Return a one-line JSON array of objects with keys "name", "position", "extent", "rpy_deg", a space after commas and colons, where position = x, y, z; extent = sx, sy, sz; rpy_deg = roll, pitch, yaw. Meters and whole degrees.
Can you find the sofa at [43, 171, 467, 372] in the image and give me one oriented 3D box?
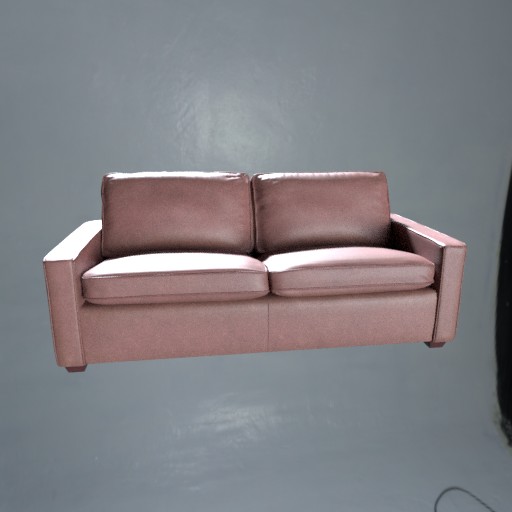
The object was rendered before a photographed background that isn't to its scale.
[{"name": "sofa", "position": [0.000, 0.000, 2.559], "extent": [2.080, 0.919, 0.940], "rpy_deg": [-2, 16, -7]}]
